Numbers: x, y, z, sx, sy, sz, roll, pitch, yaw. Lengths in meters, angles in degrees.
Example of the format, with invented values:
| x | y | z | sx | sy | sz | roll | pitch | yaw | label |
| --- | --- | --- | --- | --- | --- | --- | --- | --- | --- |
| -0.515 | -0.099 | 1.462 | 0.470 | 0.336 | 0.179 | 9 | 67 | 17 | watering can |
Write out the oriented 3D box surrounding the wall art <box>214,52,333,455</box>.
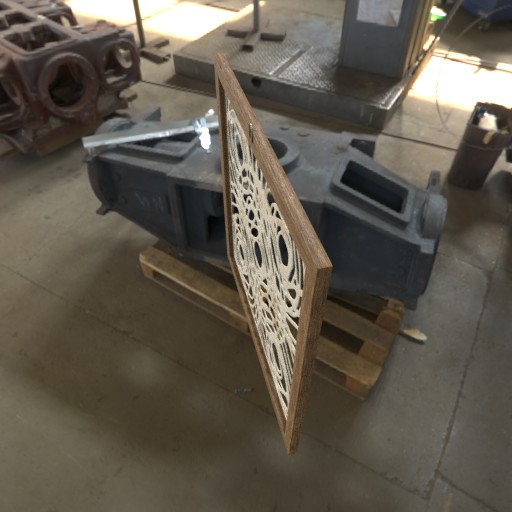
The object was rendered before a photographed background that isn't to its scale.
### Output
| x | y | z | sx | sy | sz | roll | pitch | yaw | label |
| --- | --- | --- | --- | --- | --- | --- | --- | --- | --- |
| 0.000 | 0.000 | 0.853 | 0.021 | 0.576 | 0.561 | -11 | 48 | -10 | wall art |
